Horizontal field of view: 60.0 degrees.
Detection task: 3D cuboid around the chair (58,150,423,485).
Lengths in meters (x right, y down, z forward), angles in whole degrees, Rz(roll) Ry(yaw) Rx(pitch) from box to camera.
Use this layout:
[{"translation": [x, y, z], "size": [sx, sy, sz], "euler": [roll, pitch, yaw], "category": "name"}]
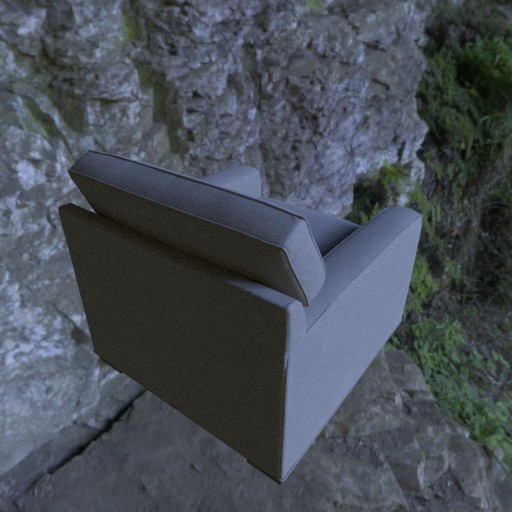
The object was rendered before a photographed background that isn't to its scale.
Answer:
[{"translation": [0.000, 0.000, 1.809], "size": [0.999, 0.934, 1.044], "euler": [21, 37, 31], "category": "chair"}]
